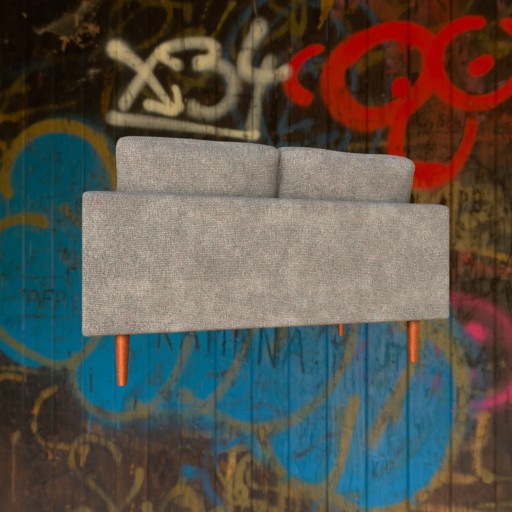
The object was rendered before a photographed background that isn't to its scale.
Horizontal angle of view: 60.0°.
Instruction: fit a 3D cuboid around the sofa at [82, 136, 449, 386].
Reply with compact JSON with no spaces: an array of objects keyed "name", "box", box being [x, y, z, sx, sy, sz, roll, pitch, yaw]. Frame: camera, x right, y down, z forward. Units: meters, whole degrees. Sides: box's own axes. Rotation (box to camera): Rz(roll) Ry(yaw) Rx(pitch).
[{"name":"sofa","box":[0.000,0.000,2.189,1.582,0.956,0.903,0,0,-17]}]
